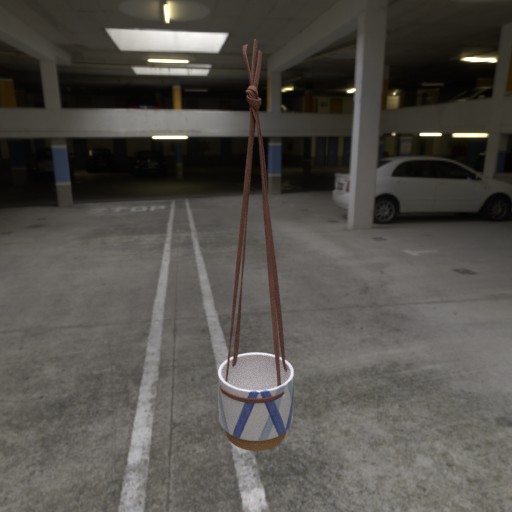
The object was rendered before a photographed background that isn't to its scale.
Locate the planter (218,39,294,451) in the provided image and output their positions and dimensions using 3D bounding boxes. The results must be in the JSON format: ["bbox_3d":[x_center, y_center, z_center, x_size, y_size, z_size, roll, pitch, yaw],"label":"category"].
[{"bbox_3d":[0.000,0.000,0.821,0.153,0.753,0.157,-3,16,-10],"label":"planter"}]
